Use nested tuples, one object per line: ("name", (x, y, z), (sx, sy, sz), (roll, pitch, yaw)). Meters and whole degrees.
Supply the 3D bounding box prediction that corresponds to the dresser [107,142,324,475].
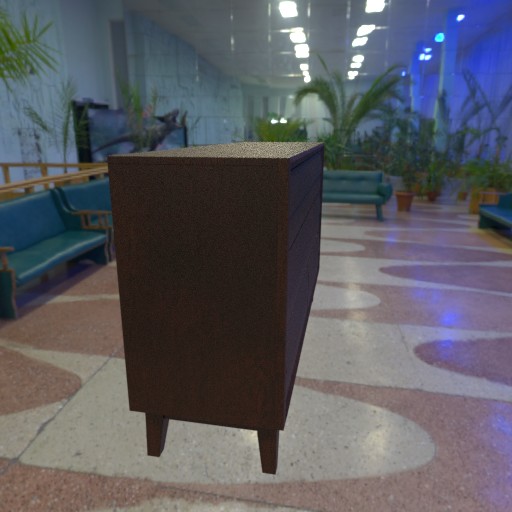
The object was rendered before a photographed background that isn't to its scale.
("dresser", (0.000, 0.000, 2.025), (0.499, 0.971, 1.609), (3, 16, 11))
